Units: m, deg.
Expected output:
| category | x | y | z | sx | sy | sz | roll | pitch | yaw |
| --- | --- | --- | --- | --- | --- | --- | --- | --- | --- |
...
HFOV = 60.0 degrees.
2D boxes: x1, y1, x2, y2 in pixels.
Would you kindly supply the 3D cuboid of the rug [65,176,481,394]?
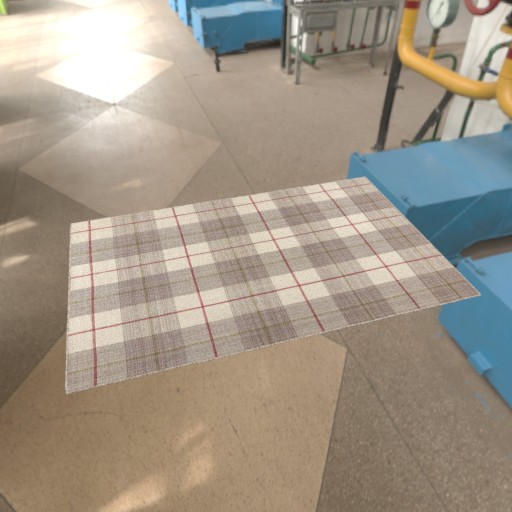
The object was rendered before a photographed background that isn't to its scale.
| category | x | y | z | sx | sy | sz | roll | pitch | yaw |
| --- | --- | --- | --- | --- | --- | --- | --- | --- | --- |
| rug | 0.000 | 0.000 | 3.052 | 2.464 | 0.010 | 1.549 | -11 | 41 | -13 |
